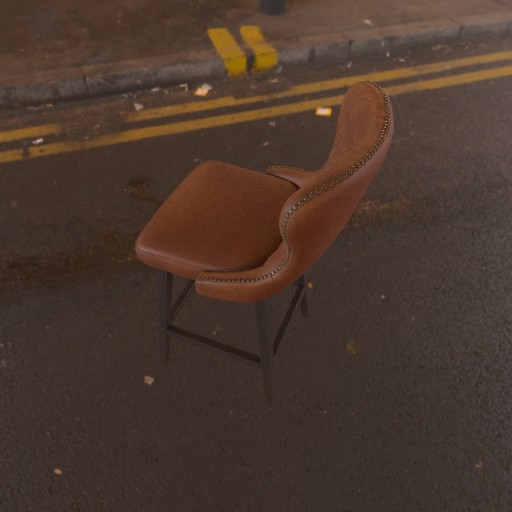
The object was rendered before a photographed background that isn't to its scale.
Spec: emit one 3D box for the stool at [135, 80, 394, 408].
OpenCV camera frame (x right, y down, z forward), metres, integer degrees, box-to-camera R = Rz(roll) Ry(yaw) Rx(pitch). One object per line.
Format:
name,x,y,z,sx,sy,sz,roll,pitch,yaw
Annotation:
stool,0.000,0.000,1.317,0.593,0.971,0.528,17,49,15
